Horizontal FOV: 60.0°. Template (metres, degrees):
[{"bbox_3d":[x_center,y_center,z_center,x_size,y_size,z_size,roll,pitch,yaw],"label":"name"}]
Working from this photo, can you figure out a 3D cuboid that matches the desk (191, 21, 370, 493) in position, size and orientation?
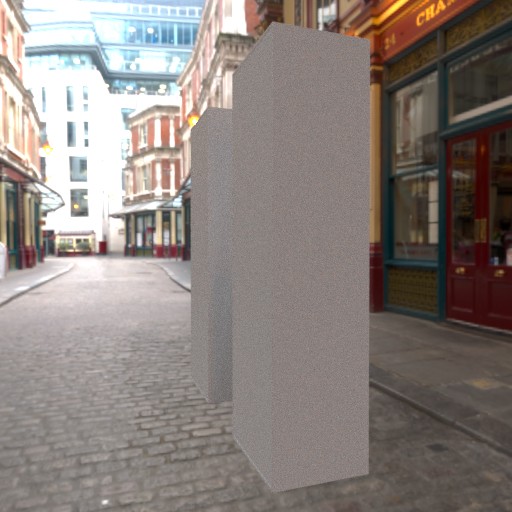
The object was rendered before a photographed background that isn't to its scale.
[{"bbox_3d":[0.000,0.000,2.794,0.480,2.000,1.770,0,1,-20],"label":"desk"}]
